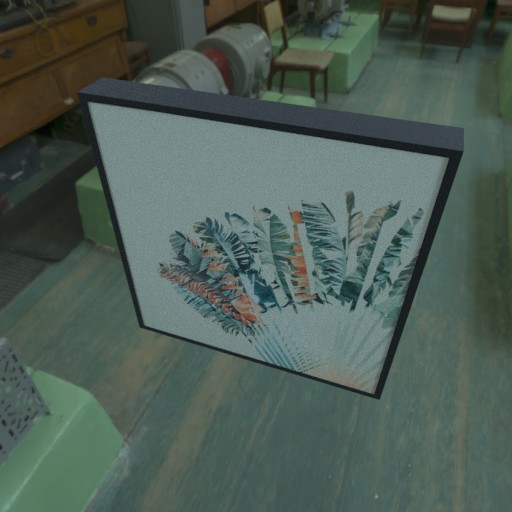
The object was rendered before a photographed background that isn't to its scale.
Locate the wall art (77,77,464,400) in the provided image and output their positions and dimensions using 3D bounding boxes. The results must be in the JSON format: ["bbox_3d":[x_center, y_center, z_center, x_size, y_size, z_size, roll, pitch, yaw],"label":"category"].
[{"bbox_3d":[0.000,0.000,0.440,0.302,0.300,0.036,13,43,15],"label":"wall art"}]
